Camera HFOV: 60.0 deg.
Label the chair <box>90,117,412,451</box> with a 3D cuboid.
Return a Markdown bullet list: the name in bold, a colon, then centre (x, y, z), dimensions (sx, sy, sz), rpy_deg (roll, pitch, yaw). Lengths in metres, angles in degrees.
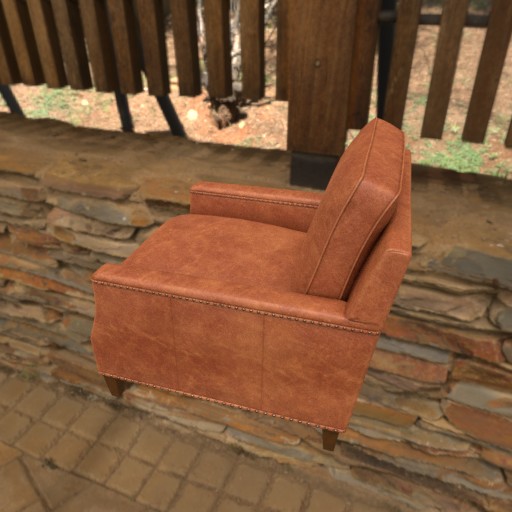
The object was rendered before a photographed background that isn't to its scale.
- **chair**: centre (0.000, 0.000, 1.672), dimensions (1.014, 0.943, 0.853), rpy_deg (9, 32, 14)
